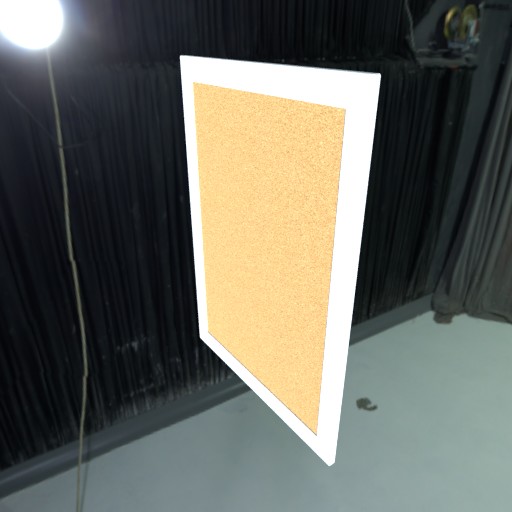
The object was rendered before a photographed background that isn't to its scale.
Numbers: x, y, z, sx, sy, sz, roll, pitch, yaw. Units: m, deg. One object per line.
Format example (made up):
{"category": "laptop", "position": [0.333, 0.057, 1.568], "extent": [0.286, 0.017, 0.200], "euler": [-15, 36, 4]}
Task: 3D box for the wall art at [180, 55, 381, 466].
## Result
{"category": "wall art", "position": [0.000, 0.000, 0.659], "extent": [0.012, 0.529, 0.374], "euler": [-19, 33, -32]}
